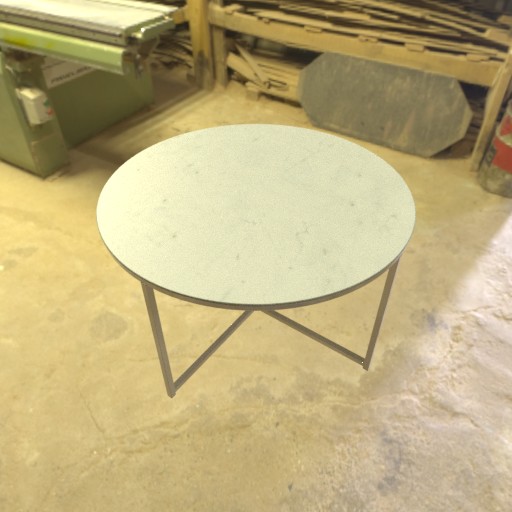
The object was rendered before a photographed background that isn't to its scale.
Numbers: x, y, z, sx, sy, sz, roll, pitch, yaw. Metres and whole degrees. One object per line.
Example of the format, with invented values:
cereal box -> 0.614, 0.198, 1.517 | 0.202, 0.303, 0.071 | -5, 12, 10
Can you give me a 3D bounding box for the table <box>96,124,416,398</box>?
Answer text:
table -> 0.000, 0.000, 1.296 | 0.800, 0.450, 0.800 | 0, 41, 0
